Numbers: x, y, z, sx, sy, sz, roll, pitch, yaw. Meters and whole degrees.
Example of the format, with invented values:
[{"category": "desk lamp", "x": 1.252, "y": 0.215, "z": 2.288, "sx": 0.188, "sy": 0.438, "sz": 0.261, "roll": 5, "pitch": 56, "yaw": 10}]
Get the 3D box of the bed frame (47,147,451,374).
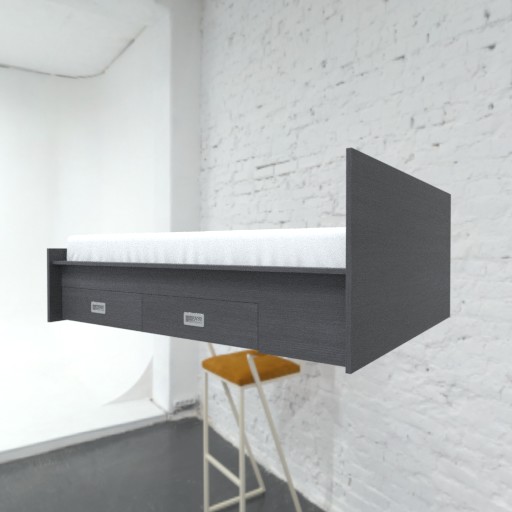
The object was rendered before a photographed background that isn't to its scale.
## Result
[{"category": "bed frame", "x": 0.000, "y": 0.000, "z": 2.789, "sx": 1.960, "sy": 0.800, "sz": 1.622, "roll": 1, "pitch": 1, "yaw": 35}]
